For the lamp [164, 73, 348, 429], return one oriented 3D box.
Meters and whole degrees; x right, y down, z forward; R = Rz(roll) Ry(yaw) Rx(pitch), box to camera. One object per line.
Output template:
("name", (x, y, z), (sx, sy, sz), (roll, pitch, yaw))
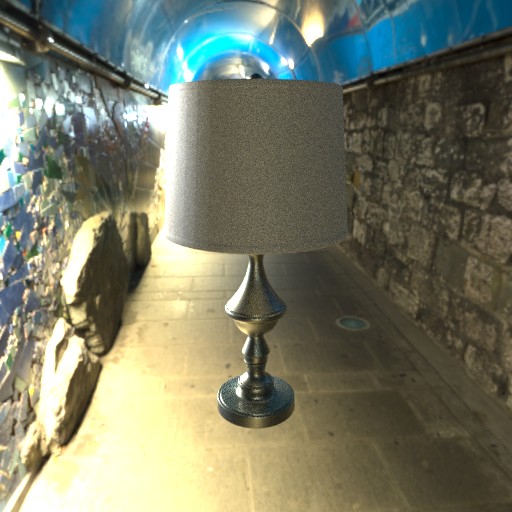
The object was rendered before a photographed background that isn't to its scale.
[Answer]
("lamp", (0.000, 0.000, 0.956), (0.383, 0.733, 0.383), (0, 16, 0))
